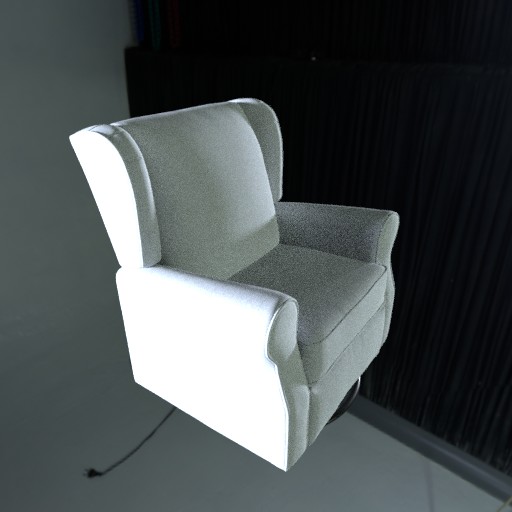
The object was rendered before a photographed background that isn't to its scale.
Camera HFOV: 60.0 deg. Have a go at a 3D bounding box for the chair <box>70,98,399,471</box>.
[{"bbox_3d":[0.000,0.000,1.603,0.854,0.967,0.906,18,32,31],"label":"chair"}]
